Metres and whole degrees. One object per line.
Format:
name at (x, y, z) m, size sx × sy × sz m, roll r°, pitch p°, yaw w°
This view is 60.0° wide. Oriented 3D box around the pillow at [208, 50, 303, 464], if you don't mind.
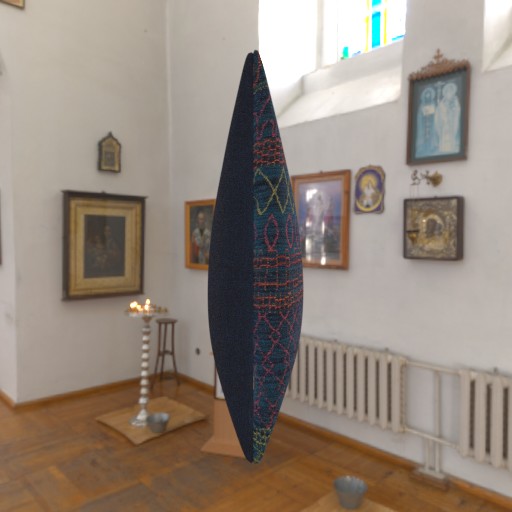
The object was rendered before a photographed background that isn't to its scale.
pillow at (0.000, 0.000, 0.670) m, size 0.141 × 0.431 × 0.431 m, roll 0°, pitch 0°, yaw 1°
